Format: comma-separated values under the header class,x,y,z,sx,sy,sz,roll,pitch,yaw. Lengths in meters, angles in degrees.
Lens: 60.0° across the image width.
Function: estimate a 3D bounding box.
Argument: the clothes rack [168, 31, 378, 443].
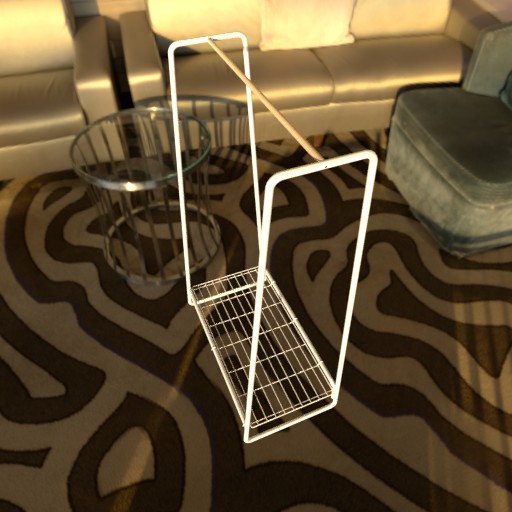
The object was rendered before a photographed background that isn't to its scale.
class,x,y,z,sx,sy,sz,roll,pitch,yaw
clothes rack,0.000,0.000,1.893,0.495,1.500,0.900,-17,48,-16
